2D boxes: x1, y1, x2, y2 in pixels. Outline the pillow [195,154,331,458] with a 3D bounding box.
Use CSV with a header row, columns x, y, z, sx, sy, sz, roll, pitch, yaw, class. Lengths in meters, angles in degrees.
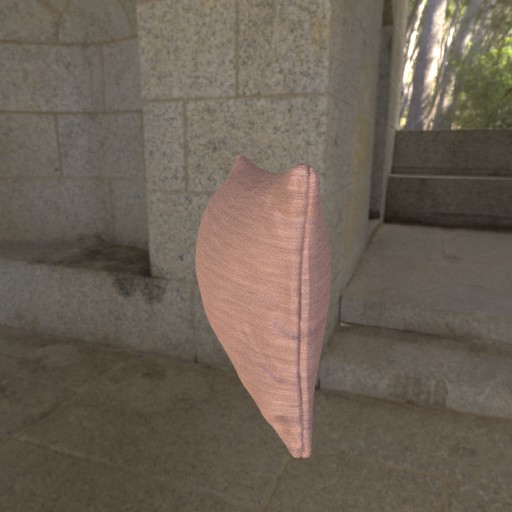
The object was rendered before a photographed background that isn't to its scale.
x,y,z,sx,sy,sz,roll,pitch,yaw,class
0.000,0.000,0.775,0.210,0.338,0.633,-2,14,-8,pillow
